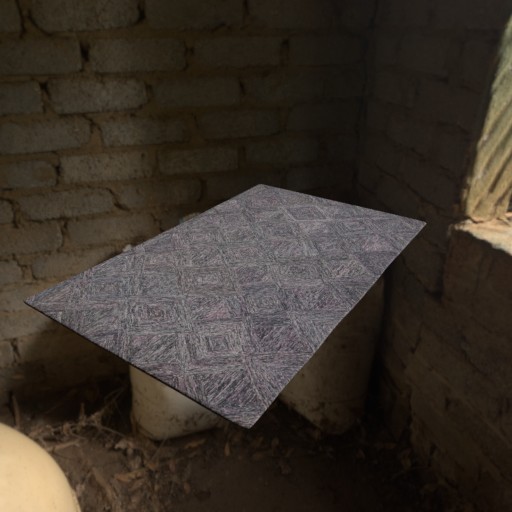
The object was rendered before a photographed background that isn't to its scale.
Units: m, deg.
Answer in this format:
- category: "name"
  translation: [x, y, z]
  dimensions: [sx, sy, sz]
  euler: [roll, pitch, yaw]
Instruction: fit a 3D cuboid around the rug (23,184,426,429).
- category: "rug"
  translation: [0.000, 0.000, 2.180]
  dimensions: [1.158, 0.013, 1.752]
  euler: [18, 34, 30]
